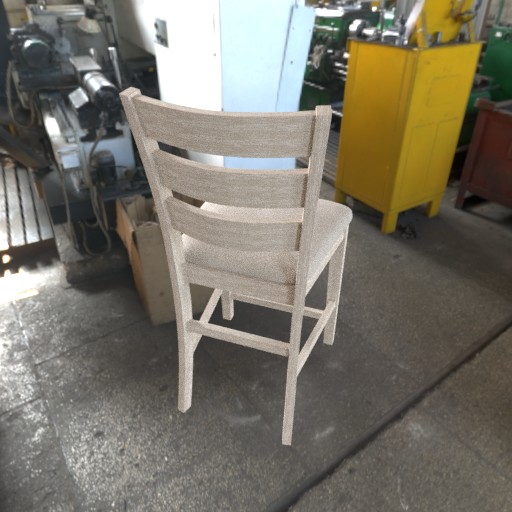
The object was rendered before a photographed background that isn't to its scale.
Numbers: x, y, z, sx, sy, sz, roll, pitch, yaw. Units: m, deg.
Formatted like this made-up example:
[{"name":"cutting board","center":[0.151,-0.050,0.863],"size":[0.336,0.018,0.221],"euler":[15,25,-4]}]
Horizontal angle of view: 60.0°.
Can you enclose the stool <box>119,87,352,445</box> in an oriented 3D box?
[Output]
[{"name":"stool","center":[0.000,0.000,1.333],"size":[0.484,1.032,0.569],"euler":[11,35,16]}]
